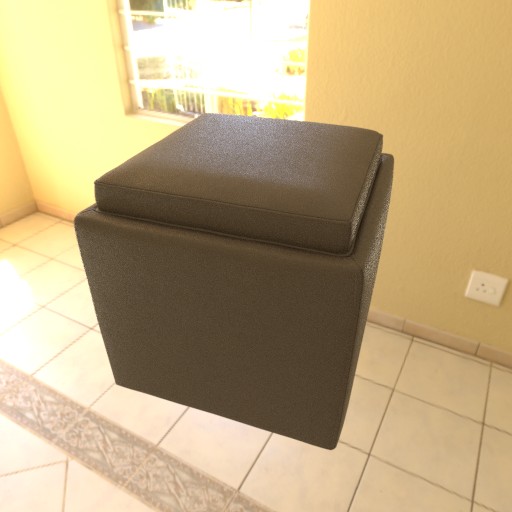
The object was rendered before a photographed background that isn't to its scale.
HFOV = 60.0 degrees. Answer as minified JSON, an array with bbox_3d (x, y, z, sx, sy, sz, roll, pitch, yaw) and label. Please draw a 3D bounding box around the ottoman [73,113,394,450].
[{"bbox_3d":[0.000,0.000,0.857,0.451,0.460,0.450,11,35,16],"label":"ottoman"}]
